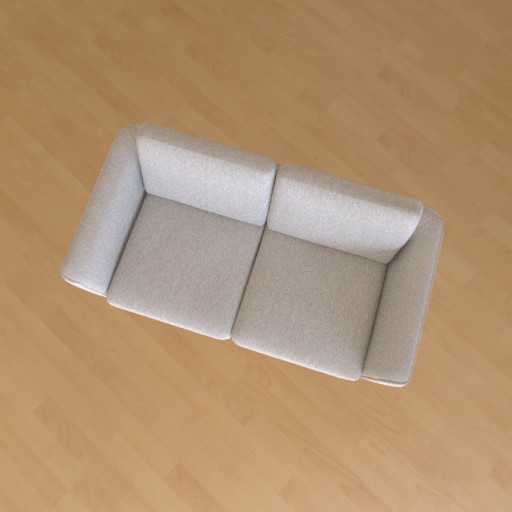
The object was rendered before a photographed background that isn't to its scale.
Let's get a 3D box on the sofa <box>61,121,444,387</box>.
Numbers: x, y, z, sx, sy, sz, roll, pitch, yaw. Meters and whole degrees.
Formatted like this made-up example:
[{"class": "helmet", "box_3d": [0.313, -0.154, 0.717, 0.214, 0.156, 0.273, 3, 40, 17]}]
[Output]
[{"class": "sofa", "box_3d": [0.000, 0.000, 2.293, 1.700, 0.850, 0.920, 17, 77, 4]}]
